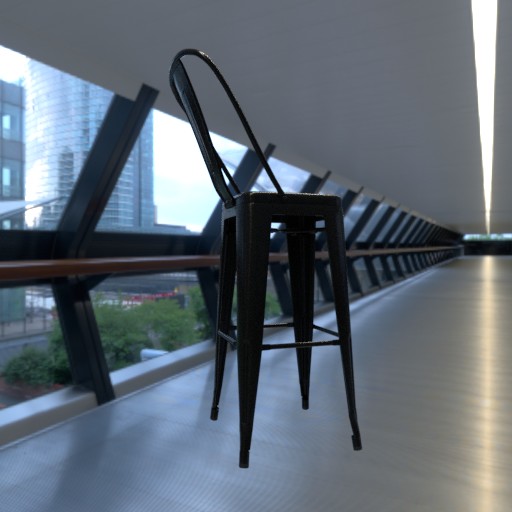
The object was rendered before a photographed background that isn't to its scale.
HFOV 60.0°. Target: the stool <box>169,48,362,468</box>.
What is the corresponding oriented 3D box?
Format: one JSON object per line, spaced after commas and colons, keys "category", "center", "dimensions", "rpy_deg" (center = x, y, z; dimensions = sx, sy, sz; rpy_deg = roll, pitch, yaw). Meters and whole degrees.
{"category": "stool", "center": [0.000, 0.000, 1.342], "dimensions": [0.513, 1.096, 0.399], "rpy_deg": [0, 0, -18]}
